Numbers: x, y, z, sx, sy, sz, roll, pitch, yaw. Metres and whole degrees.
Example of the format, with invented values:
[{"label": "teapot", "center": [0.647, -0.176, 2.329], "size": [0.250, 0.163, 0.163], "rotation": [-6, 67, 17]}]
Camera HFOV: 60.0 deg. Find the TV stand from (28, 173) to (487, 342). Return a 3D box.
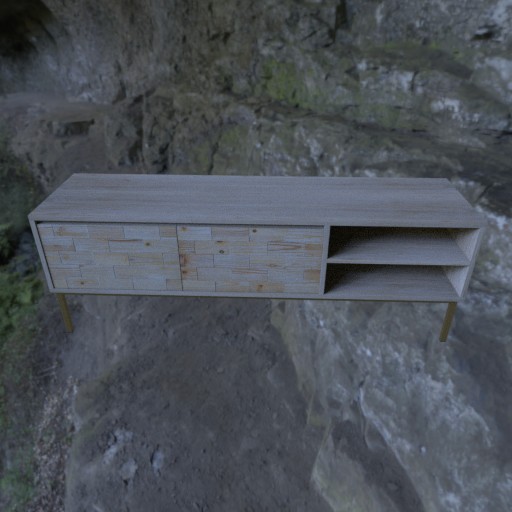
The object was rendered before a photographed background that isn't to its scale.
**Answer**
[{"label": "TV stand", "center": [0.000, 0.000, 1.863], "size": [1.600, 0.550, 0.420], "rotation": [1, 31, 2]}]
